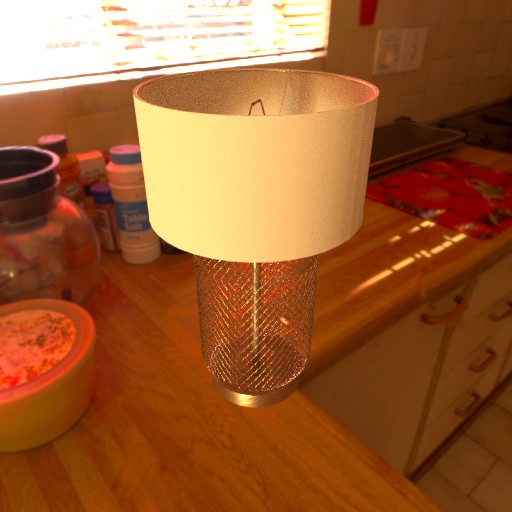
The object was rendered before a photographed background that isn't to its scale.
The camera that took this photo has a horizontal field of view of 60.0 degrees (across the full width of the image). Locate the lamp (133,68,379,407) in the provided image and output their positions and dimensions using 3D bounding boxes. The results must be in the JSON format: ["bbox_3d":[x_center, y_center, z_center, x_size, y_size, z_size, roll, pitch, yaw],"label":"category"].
[{"bbox_3d":[0.000,0.000,0.798,0.353,0.578,0.353,0,31,0],"label":"lamp"}]
